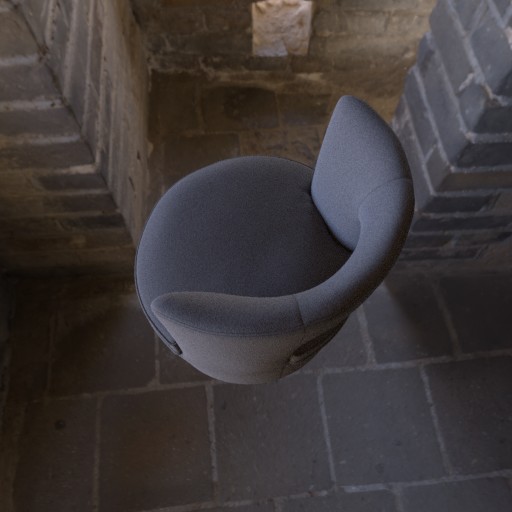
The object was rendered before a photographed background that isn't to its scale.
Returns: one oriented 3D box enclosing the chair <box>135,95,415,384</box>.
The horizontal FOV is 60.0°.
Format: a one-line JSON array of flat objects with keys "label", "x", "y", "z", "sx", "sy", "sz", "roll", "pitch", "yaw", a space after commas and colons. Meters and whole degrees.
[{"label": "chair", "x": 0.000, "y": 0.000, "z": 1.249, "sx": 0.660, "sy": 0.719, "sz": 0.689, "roll": 34, "pitch": 68, "yaw": 16}]
